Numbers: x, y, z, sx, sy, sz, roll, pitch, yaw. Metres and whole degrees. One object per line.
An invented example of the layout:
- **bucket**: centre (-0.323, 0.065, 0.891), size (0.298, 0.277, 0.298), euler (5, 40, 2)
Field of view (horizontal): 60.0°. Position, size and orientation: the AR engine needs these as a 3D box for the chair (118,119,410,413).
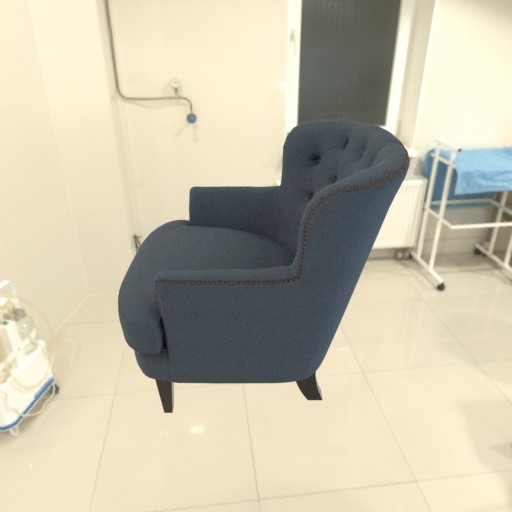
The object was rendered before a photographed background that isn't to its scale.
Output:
- **chair**: centre (0.000, 0.000, 1.592), size (0.906, 0.868, 0.848), euler (0, 27, 0)
